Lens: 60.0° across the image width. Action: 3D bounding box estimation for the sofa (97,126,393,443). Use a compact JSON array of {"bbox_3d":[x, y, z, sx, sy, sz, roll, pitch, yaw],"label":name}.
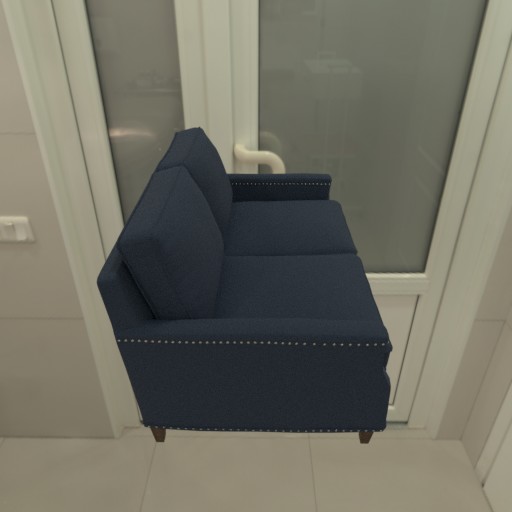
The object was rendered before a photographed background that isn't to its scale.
[{"bbox_3d":[0.000,0.000,2.289,1.084,1.003,1.597,0,31,0],"label":"sofa"}]
